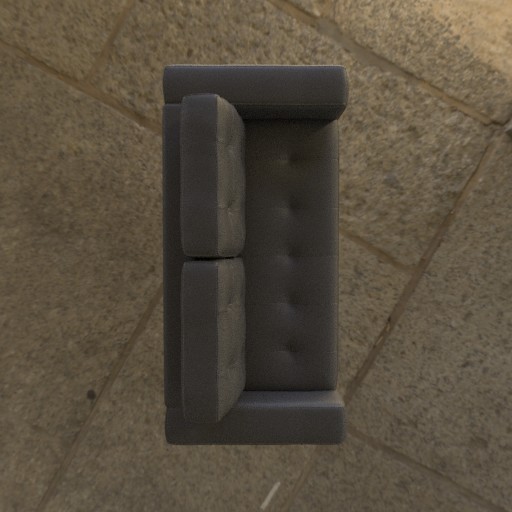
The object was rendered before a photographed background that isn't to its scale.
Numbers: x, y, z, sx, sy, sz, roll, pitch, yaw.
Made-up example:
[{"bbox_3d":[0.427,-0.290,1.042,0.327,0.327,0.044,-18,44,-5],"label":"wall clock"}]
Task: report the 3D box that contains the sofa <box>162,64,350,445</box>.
[{"bbox_3d":[0.000,0.000,2.156,0.833,0.892,1.726,0,92,0],"label":"sofa"}]
